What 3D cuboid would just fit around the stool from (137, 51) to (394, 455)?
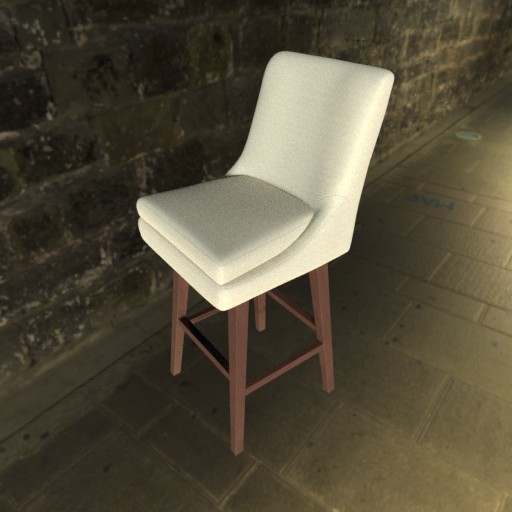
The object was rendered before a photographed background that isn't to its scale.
[{"bbox_3d":[0.000,0.000,1.380,0.559,1.093,0.483,-22,39,-30],"label":"stool"}]
